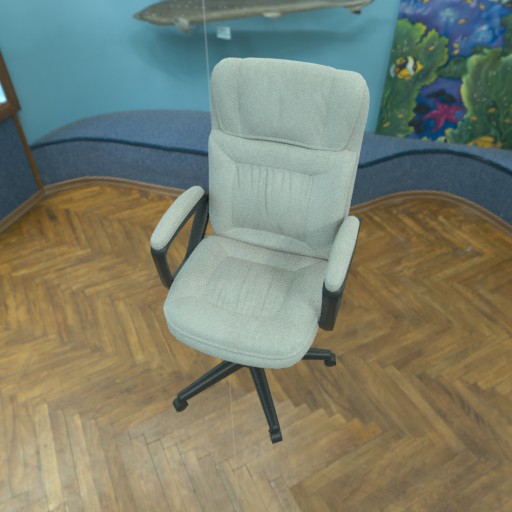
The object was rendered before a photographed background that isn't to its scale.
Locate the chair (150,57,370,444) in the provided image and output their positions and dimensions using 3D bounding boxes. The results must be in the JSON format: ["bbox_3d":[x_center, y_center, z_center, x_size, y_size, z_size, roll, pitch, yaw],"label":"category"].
[{"bbox_3d":[0.000,0.000,1.520,0.667,1.105,0.724,13,43,14],"label":"chair"}]
